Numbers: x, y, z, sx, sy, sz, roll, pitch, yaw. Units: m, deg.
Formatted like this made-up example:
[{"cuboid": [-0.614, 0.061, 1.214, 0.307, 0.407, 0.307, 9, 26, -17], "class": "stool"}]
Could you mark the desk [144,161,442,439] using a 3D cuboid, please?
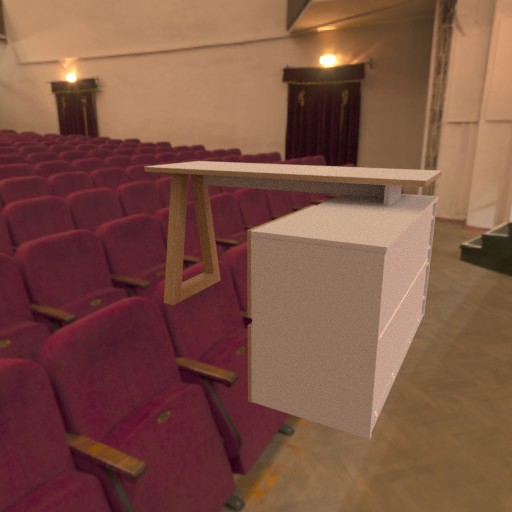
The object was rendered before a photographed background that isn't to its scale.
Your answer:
[{"cuboid": [0.000, 0.000, 2.057, 1.404, 0.755, 1.098, 8, 18, 27], "class": "desk"}]
